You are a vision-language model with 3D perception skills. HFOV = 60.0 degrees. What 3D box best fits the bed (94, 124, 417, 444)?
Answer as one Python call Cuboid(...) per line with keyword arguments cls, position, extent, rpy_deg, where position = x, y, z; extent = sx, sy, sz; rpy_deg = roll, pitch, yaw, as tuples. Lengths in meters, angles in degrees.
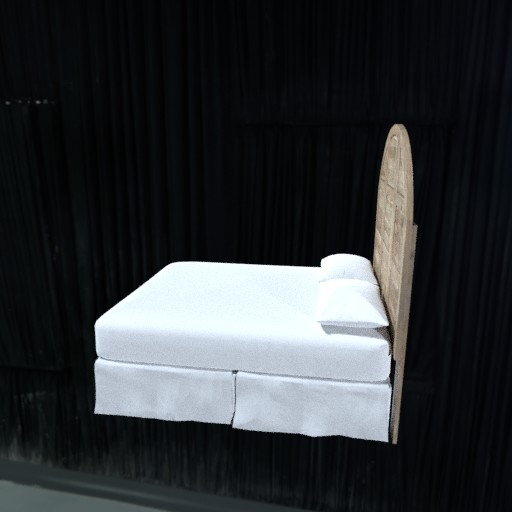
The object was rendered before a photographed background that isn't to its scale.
Cuboid(cls="bed", position=(0.000, 0.000, 3.529), extent=(2.112, 2.002, 1.713), rpy_deg=(2, 15, 9))
